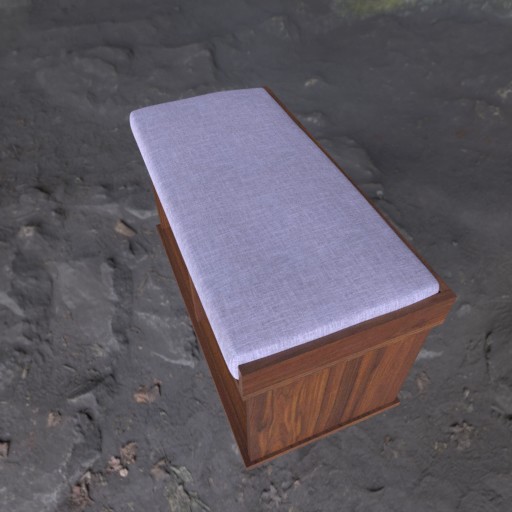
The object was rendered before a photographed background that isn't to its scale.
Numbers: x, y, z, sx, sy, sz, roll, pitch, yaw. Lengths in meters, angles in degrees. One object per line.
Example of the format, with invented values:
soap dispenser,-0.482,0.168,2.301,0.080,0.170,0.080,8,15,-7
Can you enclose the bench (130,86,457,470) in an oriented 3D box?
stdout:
bench,0.000,0.000,1.006,0.362,0.461,0.734,-17,49,-15
